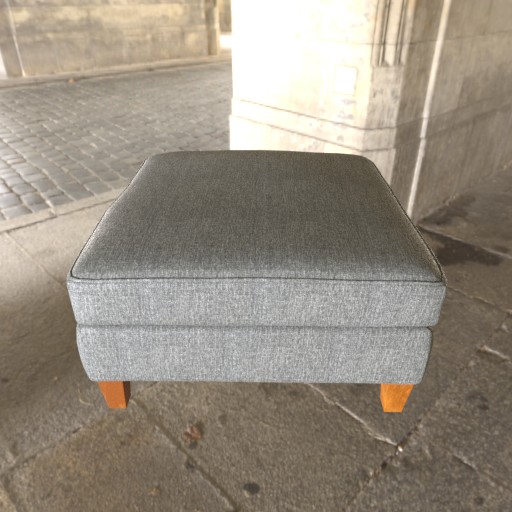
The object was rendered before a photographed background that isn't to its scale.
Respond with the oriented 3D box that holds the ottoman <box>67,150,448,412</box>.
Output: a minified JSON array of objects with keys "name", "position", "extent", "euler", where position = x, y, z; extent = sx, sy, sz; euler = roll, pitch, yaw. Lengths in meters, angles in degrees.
[{"name":"ottoman","position":[0.000,0.000,1.364],"extent":[0.838,0.481,0.838],"euler":[0,31,1]}]
